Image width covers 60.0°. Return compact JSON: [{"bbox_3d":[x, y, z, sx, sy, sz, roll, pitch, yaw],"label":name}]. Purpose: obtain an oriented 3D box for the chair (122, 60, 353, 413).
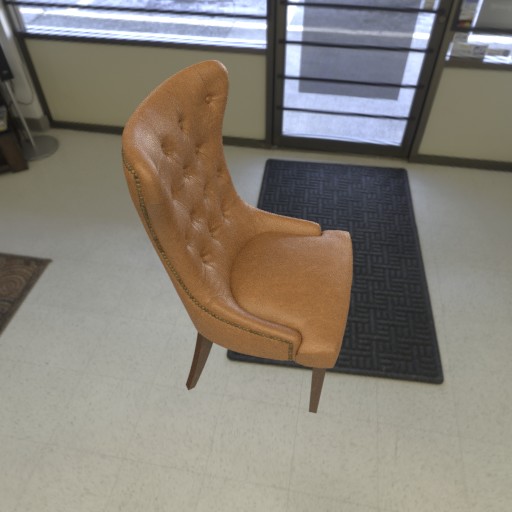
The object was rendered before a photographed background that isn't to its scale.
[{"bbox_3d":[0.000,0.000,1.504,0.669,1.065,0.611,9,47,9],"label":"chair"}]
